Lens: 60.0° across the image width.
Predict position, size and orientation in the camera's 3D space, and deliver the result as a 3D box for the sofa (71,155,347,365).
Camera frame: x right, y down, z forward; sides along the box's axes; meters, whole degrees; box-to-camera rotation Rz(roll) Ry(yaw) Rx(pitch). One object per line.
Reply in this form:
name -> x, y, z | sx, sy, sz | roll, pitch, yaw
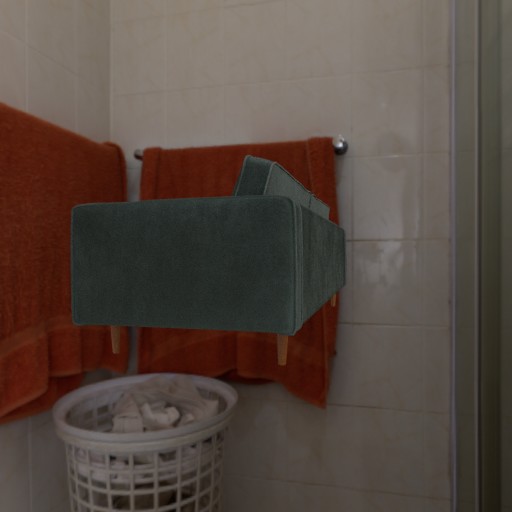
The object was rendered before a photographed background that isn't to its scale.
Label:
sofa -> 0.000, 0.000, 2.594 | 0.886, 0.781, 2.214 | 0, 1, 16
